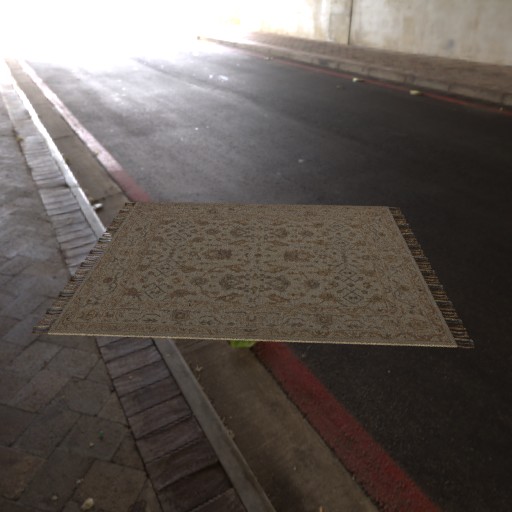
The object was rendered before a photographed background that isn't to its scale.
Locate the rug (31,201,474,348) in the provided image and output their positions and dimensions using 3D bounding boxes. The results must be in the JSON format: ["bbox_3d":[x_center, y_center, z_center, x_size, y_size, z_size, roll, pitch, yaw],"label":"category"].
[{"bbox_3d":[0.000,0.000,2.257,1.726,0.009,1.278,1,31,2],"label":"rug"}]
